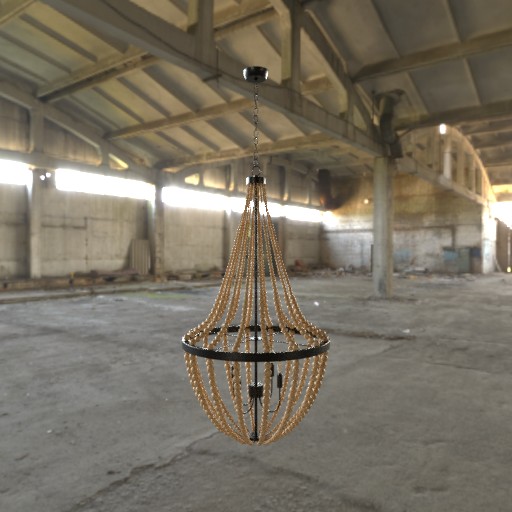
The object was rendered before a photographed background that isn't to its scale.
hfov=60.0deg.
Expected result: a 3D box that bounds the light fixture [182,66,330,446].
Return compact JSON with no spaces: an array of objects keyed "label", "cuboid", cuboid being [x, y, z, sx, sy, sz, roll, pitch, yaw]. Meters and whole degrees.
[{"label":"light fixture","cuboid":[0.000,0.000,1.363,0.450,1.133,0.450,0,0,0]}]
